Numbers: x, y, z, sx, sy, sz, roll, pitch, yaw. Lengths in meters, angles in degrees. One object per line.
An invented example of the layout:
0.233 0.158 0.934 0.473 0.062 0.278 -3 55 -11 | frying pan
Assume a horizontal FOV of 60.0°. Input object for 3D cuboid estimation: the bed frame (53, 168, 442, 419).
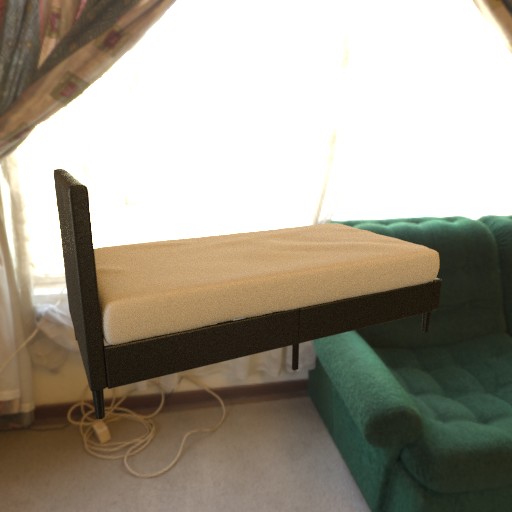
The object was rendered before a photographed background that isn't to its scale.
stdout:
0.000 0.000 2.555 2.152 1.046 1.038 -8 17 -26 | bed frame
